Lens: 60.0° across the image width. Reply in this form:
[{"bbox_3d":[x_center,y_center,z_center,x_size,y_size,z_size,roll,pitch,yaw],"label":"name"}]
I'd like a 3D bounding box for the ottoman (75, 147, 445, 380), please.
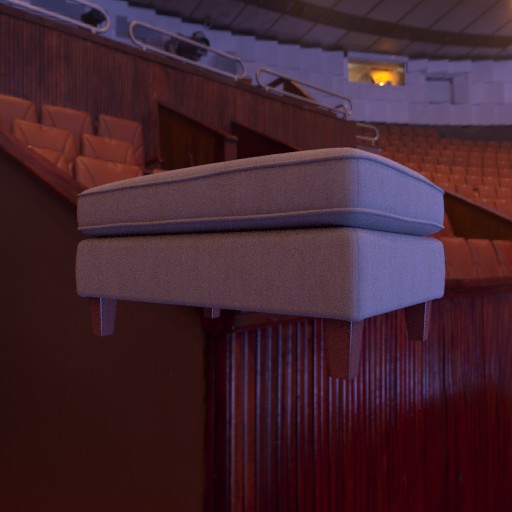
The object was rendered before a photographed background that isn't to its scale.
[{"bbox_3d":[0.000,0.000,1.311,0.941,0.480,0.636,0,0,36],"label":"ottoman"}]
